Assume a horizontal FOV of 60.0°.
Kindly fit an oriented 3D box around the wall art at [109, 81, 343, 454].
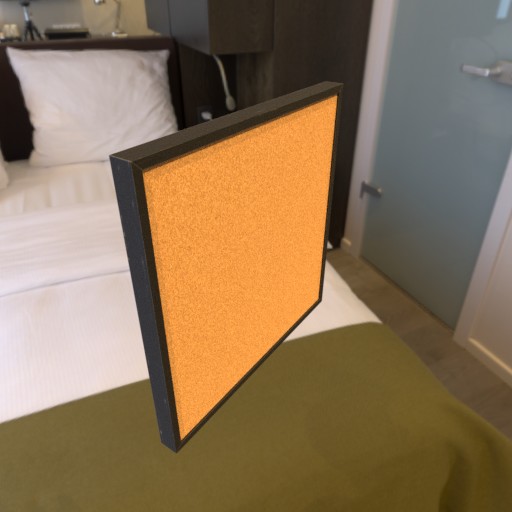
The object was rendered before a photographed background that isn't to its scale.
[{"bbox_3d":[0.000,0.000,0.786,0.036,0.506,0.506,21,38,29],"label":"wall art"}]
